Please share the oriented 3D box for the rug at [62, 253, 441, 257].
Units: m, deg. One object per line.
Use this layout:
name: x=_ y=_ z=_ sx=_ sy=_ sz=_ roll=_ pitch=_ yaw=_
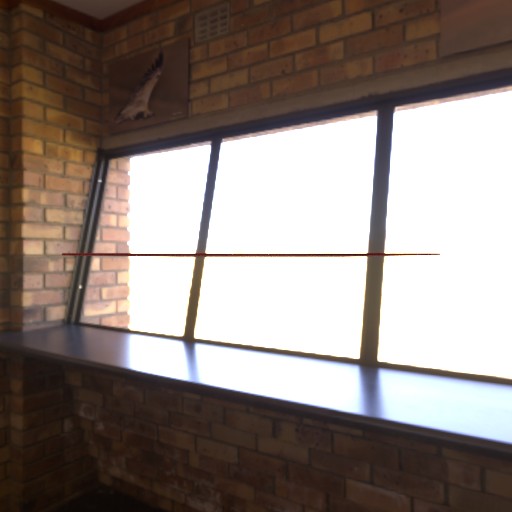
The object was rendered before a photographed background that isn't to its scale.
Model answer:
rug: x=0.000 y=0.000 z=2.323 sx=1.223 sy=0.008 sz=1.817 roll=0 pitch=0 yaw=1
